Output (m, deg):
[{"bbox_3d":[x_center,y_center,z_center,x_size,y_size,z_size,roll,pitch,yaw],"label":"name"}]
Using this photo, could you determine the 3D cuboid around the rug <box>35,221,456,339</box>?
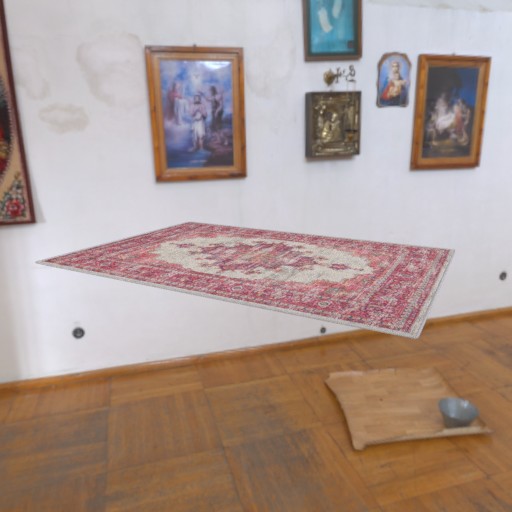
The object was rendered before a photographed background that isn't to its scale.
[{"bbox_3d":[0.000,0.000,2.844,2.232,0.011,1.555,8,17,27],"label":"rug"}]
